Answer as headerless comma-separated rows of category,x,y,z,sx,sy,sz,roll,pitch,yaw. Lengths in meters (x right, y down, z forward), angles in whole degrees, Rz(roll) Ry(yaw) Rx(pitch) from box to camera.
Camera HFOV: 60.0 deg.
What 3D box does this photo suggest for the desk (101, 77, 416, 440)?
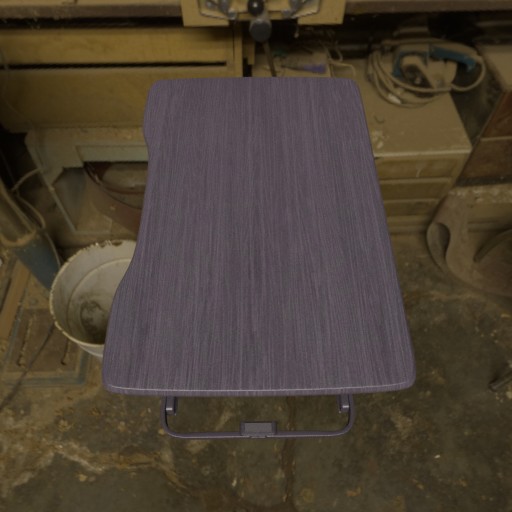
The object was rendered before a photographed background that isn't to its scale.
desk,0.000,0.000,1.146,0.546,0.470,0.820,-1,59,0
